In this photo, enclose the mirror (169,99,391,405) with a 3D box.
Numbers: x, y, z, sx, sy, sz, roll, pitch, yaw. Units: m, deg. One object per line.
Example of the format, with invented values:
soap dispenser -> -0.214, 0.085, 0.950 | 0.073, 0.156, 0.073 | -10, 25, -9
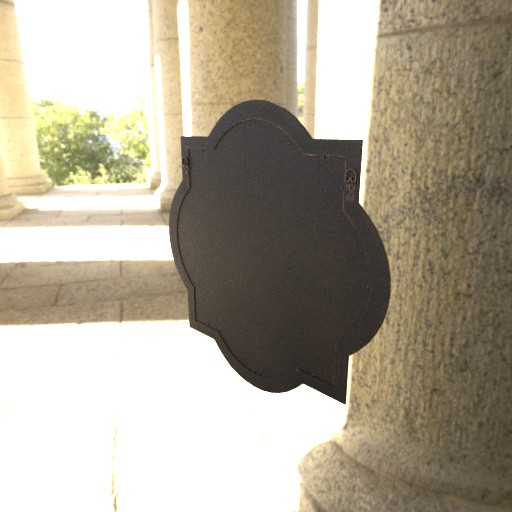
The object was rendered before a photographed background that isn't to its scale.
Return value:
mirror -> 0.000, 0.000, 1.057 | 0.686, 0.686, 0.019 | 15, 22, 43
